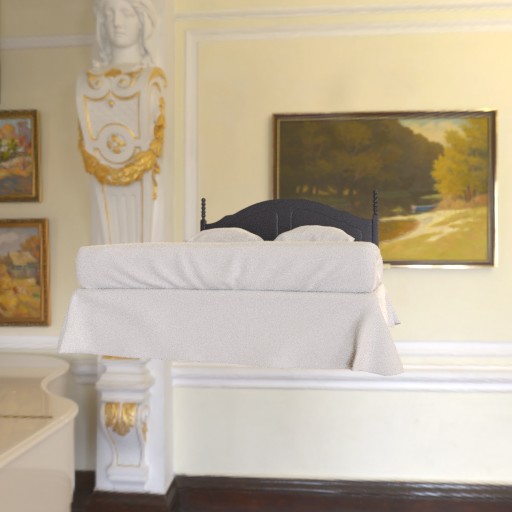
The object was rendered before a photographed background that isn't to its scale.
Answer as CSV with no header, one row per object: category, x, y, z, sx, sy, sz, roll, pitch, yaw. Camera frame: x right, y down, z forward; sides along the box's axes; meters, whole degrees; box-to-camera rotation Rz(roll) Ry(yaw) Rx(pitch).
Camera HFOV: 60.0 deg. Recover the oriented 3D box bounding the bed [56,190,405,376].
bed,0.000,0.000,3.659,2.322,1.355,2.219,0,-1,17
